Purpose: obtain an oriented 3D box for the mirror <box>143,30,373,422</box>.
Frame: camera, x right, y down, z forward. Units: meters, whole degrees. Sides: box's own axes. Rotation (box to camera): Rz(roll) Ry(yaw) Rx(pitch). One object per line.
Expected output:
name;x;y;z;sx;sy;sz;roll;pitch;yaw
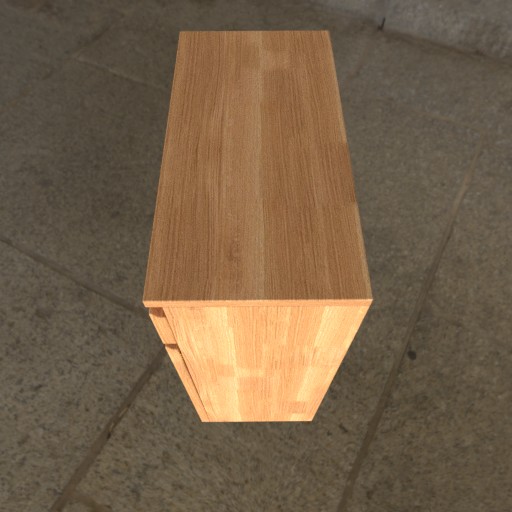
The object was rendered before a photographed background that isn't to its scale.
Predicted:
mirror;0.000;0.000;1.401;0.400;1.000;0.800;0;58;0
